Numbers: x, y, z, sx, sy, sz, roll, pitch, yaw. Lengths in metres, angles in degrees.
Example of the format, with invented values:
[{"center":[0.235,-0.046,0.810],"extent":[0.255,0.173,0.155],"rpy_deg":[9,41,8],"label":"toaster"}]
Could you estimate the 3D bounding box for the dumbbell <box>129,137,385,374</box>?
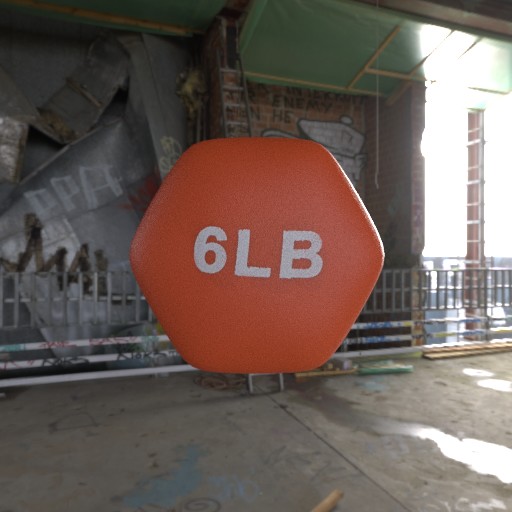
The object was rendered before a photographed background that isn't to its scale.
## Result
[{"center":[0.000,0.000,0.202],"extent":[0.079,0.071,0.162],"rpy_deg":[0,0,0],"label":"dumbbell"}]
